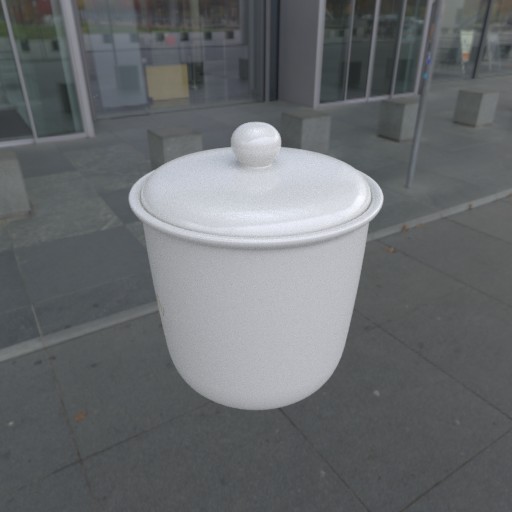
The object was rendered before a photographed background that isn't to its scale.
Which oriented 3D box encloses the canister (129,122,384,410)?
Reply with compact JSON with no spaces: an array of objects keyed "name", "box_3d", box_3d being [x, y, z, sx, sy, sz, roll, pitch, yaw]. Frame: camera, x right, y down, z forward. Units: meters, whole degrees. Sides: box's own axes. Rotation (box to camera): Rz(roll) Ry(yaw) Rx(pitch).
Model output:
[{"name":"canister","box_3d":[0.000,0.000,0.354,0.182,0.208,0.182,0,29,0]}]
